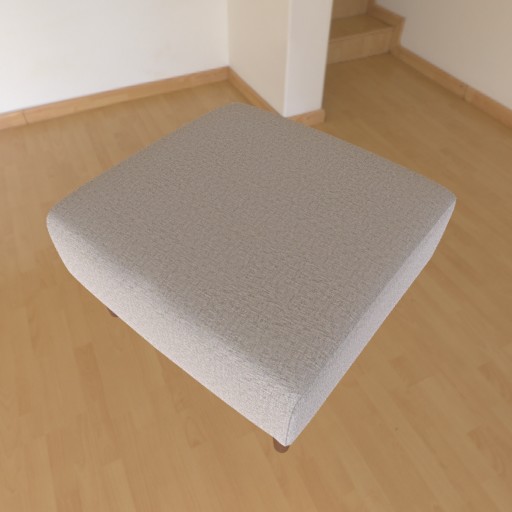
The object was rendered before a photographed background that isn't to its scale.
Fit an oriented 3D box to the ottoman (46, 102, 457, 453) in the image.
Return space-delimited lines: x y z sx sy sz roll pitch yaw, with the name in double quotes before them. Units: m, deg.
"ottoman" 0.000 0.000 1.057 0.655 0.399 0.648 31 54 25
